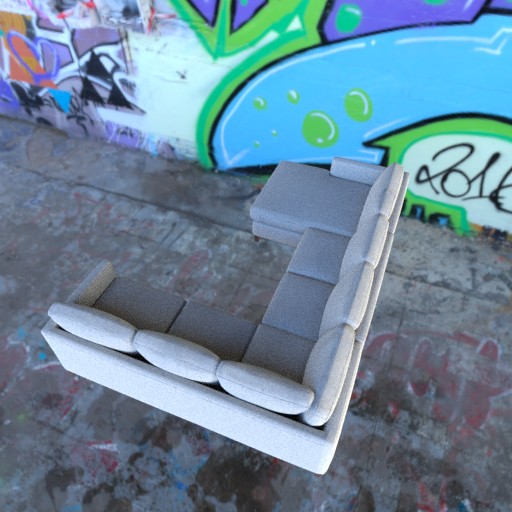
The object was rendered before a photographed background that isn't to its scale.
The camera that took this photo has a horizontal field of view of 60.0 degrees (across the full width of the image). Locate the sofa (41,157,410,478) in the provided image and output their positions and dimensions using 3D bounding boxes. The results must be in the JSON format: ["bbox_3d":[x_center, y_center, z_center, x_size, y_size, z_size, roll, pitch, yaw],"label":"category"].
[{"bbox_3d":[0.000,0.000,4.662,2.593,0.959,3.460,16,49,15],"label":"sofa"}]
